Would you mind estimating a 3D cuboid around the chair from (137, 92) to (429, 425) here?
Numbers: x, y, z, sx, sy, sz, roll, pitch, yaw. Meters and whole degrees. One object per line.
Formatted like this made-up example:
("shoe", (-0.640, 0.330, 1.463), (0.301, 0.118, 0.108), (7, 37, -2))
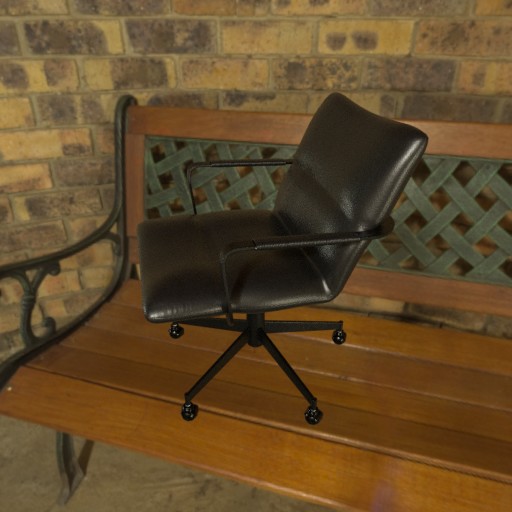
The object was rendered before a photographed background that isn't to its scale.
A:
("chair", (0.000, 0.000, 1.465), (0.748, 0.922, 0.719), (-8, 32, -13))
